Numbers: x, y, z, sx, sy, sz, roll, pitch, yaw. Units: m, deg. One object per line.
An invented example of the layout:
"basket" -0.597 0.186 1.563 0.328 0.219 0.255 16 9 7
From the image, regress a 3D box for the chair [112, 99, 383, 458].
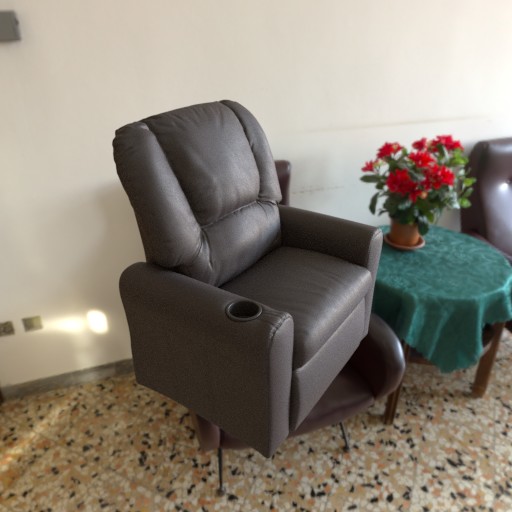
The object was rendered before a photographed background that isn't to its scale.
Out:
"chair" 0.000 0.000 1.157 0.521 0.709 0.610 18 33 30
